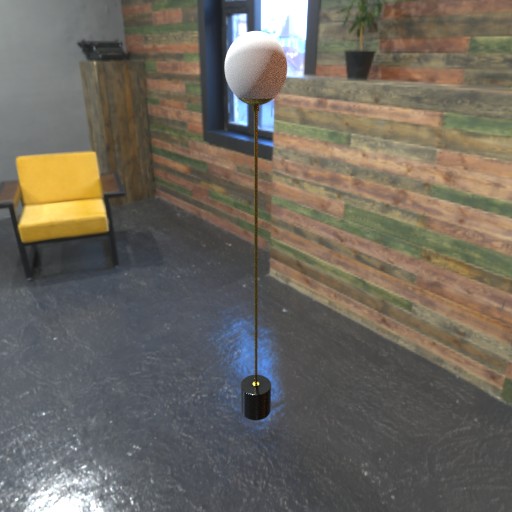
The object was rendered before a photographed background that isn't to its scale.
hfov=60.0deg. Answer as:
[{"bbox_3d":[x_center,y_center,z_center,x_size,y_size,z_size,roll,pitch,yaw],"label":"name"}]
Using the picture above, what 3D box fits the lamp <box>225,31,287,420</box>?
[{"bbox_3d":[0.000,0.000,1.931,0.229,1.748,0.229,-18,30,-34],"label":"lamp"}]
